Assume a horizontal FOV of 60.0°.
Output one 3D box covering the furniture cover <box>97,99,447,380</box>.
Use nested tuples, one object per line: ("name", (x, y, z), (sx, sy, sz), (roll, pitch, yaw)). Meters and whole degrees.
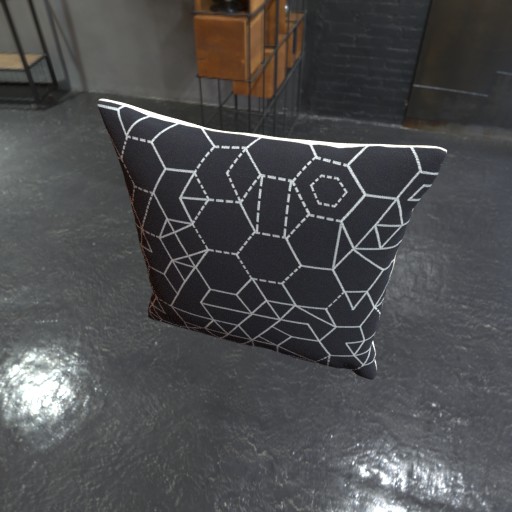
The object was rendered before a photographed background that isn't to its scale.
("furniture cover", (0.000, 0.000, 0.794), (0.517, 0.508, 0.158), (12, 42, 13))
